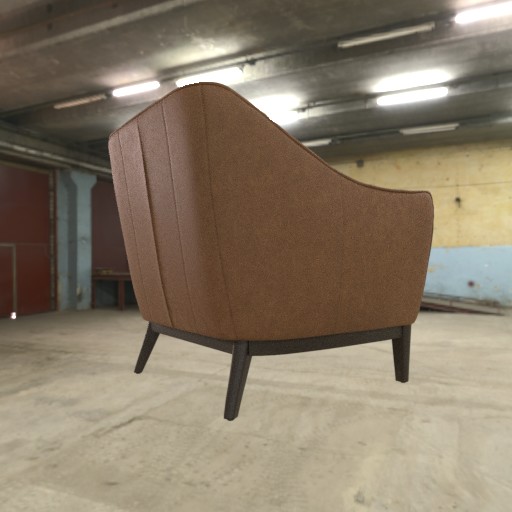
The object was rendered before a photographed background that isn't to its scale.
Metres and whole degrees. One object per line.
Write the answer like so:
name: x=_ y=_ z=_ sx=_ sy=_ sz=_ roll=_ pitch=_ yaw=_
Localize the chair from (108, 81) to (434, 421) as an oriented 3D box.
chair: x=0.000 y=0.000 z=1.523 sx=0.852 sy=0.830 sz=0.871 roll=1 pitch=-1 yaw=-37
